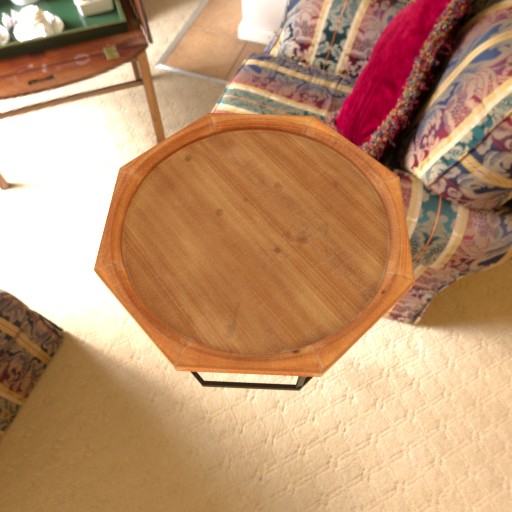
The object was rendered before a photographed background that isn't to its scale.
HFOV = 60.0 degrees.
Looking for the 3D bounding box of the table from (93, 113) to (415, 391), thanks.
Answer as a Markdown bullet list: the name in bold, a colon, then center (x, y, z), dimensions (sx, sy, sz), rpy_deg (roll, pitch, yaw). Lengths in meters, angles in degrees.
- **table**: center (0.000, 0.000, 1.557), dimensions (1.002, 0.444, 1.002), rpy_deg (0, 60, 0)
